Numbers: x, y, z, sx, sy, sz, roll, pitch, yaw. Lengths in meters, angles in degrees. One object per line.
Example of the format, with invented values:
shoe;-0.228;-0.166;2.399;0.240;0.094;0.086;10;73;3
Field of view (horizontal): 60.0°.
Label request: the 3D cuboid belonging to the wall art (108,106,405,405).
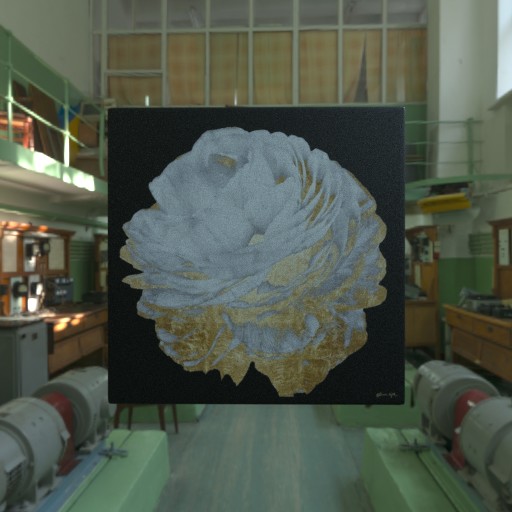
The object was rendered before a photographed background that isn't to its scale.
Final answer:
wall art;0.000;0.000;0.625;0.406;0.407;0.041;0;0;1
